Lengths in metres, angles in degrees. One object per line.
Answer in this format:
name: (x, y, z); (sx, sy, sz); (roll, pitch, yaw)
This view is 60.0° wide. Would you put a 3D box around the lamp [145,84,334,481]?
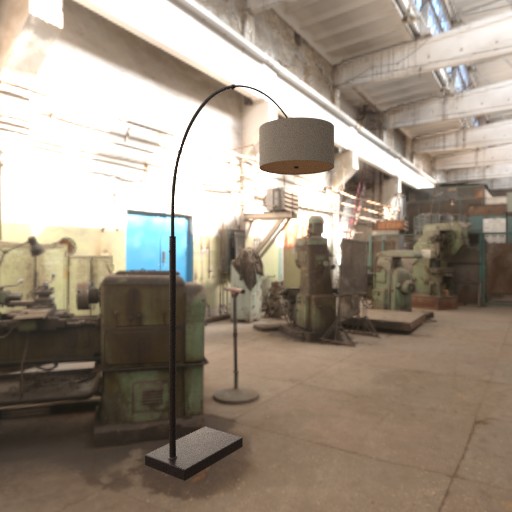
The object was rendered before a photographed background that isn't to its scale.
lamp: (0.000, 0.000, 2.552); (0.493, 1.927, 1.424); (0, 0, 35)
